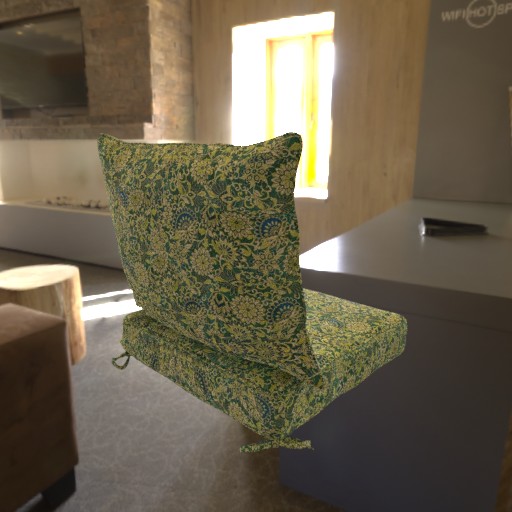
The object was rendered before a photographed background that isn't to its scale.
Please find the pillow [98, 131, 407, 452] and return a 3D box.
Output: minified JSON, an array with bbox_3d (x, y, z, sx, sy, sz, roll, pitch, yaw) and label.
[{"bbox_3d":[0.000,0.000,1.352,0.798,0.722,0.740,14,20,42],"label":"pillow"}]
